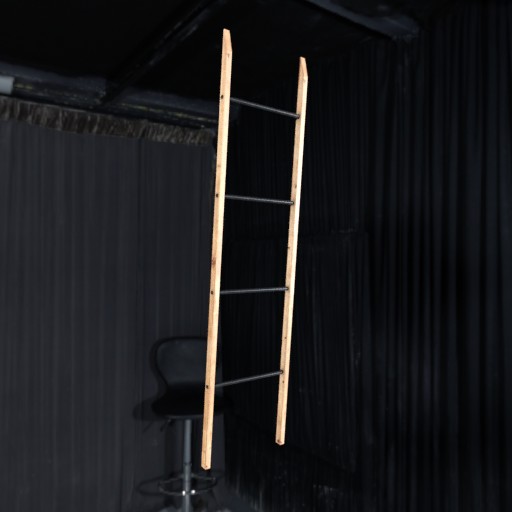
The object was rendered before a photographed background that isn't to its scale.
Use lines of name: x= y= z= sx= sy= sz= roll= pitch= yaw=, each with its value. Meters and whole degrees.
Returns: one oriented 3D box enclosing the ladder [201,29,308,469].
ladder: x=0.000 y=0.000 z=1.954 sx=0.442 sy=1.805 sz=0.200 roll=0 pitch=0 yaw=-37
